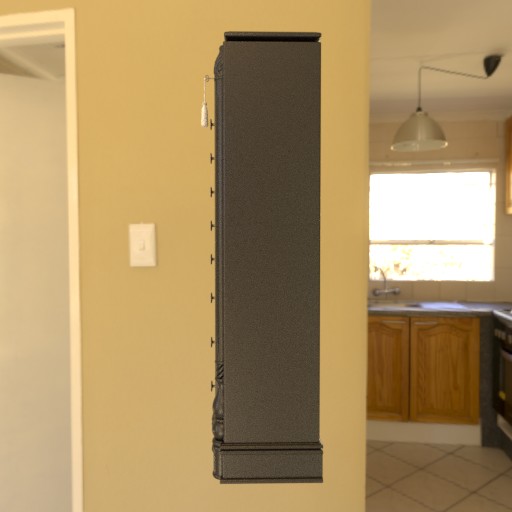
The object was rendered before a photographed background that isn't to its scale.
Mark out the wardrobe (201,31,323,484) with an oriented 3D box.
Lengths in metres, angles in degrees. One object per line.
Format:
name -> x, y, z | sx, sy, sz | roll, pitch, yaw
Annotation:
wardrobe -> 0.000, 0.000, 1.203 | 0.295, 1.011, 0.444 | 0, 2, -1
